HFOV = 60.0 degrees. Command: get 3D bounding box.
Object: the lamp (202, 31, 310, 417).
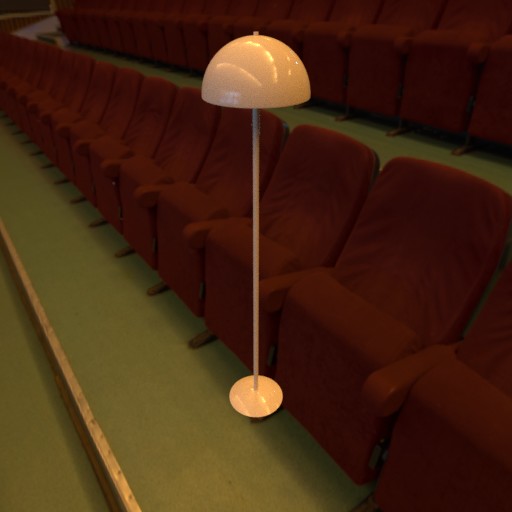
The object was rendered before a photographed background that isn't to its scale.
[{"bbox_3d":[0.000,0.000,1.635,0.328,1.480,0.328,-21,37,-30],"label":"lamp"}]
